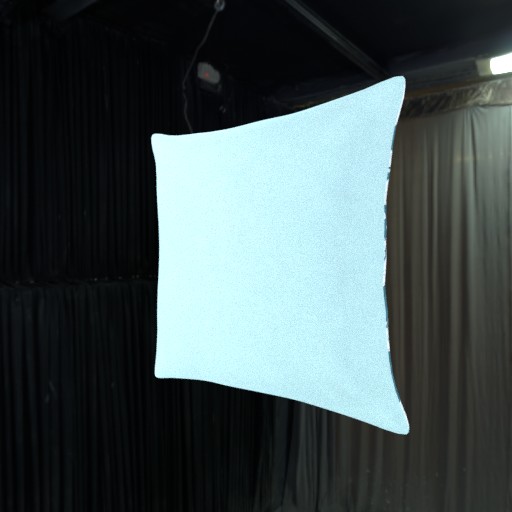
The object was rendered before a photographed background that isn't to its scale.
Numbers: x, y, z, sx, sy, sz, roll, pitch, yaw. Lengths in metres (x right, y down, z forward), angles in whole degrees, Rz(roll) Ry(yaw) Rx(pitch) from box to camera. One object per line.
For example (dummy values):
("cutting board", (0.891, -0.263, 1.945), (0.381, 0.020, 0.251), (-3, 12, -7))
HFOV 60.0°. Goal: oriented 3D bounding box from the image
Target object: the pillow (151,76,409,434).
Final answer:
("pillow", (0.000, 0.000, 0.777), (0.525, 0.508, 0.166), (0, 0, 36))
